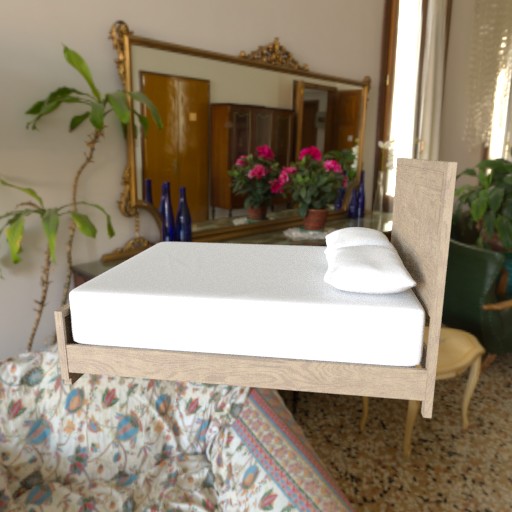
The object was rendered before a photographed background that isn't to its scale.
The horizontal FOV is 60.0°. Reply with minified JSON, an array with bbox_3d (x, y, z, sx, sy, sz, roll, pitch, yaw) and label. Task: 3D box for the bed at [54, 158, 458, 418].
[{"bbox_3d":[0.000,0.000,3.201,2.189,1.369,1.606,2,13,9],"label":"bed"}]
